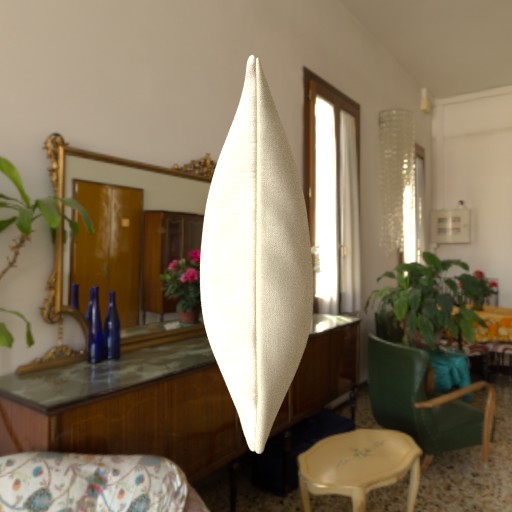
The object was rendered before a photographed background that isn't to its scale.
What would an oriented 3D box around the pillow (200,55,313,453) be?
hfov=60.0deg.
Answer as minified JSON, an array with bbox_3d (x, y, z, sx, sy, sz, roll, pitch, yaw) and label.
[{"bbox_3d":[0.000,0.000,0.673,0.162,0.420,0.437,0,0,0],"label":"pillow"}]
